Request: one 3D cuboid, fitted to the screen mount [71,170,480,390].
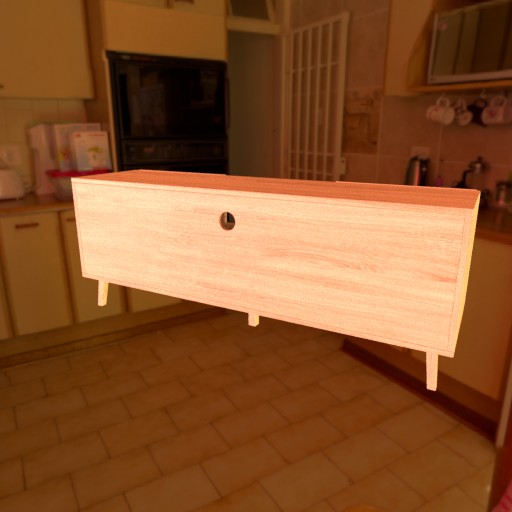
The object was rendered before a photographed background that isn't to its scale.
[{"bbox_3d":[0.000,0.000,1.741,1.500,0.570,0.420,9,19,27],"label":"screen mount"}]
